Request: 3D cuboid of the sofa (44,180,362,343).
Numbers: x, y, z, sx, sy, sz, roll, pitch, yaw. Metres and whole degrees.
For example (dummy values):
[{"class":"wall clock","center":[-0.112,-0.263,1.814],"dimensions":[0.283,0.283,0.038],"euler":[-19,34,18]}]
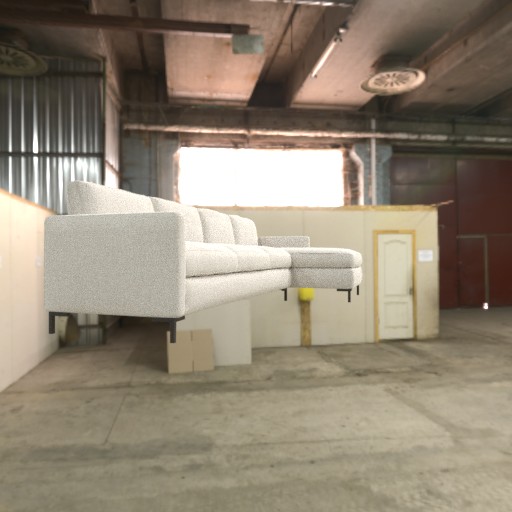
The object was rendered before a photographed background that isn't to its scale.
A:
[{"class":"sofa","center":[0.000,0.000,2.867],"dimensions":[1.126,0.677,2.445],"euler":[0,0,19]}]
